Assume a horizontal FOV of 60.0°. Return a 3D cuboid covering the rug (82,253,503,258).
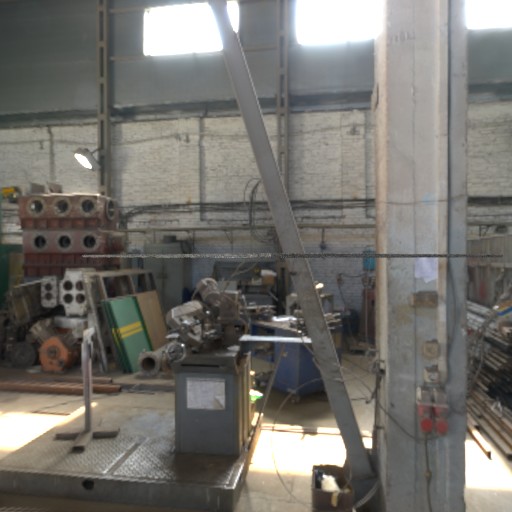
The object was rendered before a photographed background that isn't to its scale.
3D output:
[{"bbox_3d":[0.000,0.000,2.219,1.208,0.012,1.819,0,0,-36],"label":"rug"}]
